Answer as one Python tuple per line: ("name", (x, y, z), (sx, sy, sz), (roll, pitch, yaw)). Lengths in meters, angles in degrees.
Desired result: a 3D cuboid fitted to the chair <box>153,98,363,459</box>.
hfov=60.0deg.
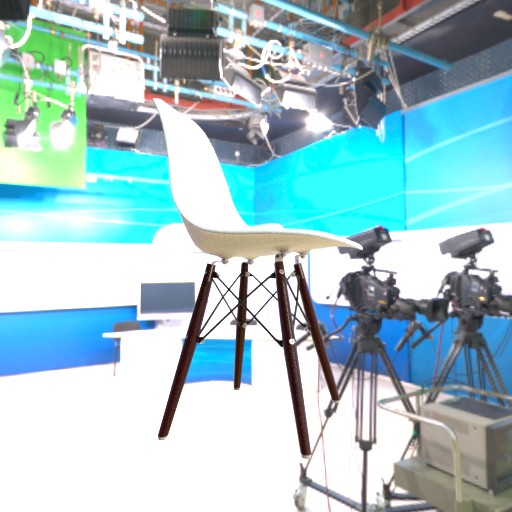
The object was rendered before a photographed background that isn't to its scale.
("chair", (0.000, 0.000, 1.144), (0.533, 0.826, 0.470), (0, -1, 19))
